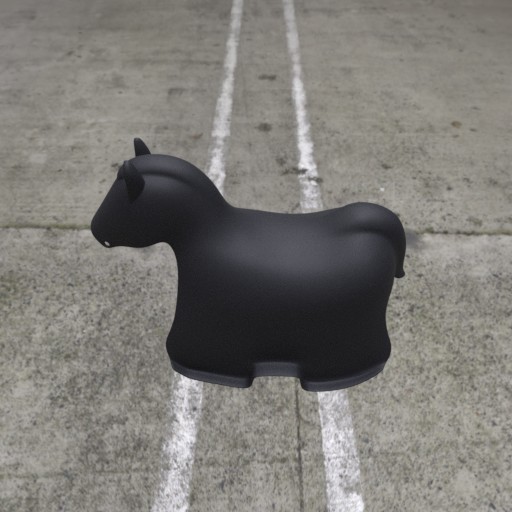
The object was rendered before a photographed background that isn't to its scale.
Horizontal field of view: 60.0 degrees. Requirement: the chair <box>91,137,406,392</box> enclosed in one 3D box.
[{"bbox_3d":[0.000,0.000,1.151,0.800,0.612,0.429,0,42,0],"label":"chair"}]
